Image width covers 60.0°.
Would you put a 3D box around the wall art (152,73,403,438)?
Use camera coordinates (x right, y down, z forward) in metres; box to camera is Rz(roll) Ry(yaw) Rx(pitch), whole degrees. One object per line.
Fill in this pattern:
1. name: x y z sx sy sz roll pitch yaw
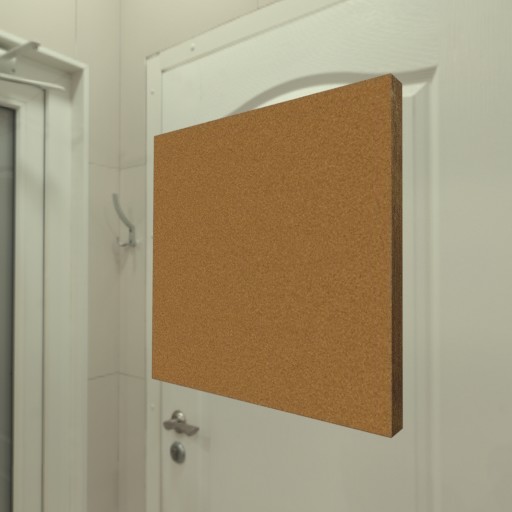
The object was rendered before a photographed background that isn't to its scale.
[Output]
1. wall art: 0.000 0.000 0.626 0.406 0.403 0.039 -1 -1 37
